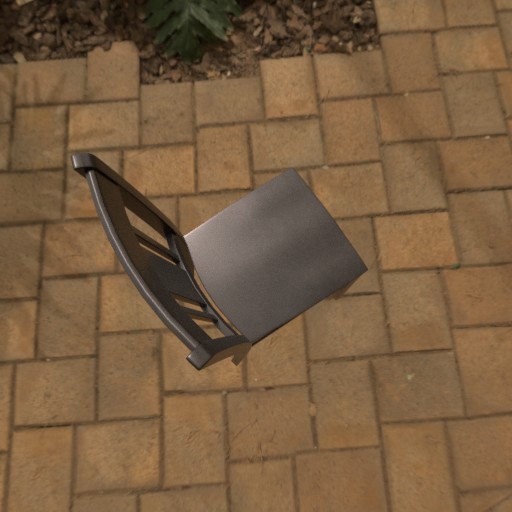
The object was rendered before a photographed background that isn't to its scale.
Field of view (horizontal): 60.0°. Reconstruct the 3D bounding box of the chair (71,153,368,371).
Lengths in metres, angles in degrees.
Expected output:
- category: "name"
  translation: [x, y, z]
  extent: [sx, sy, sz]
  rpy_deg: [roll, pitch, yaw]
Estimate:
- category: "chair"
  translation: [0.000, 0.000, 1.266]
  extent: [0.555, 0.998, 0.450]
  rpy_deg: [-32, 77, -8]
